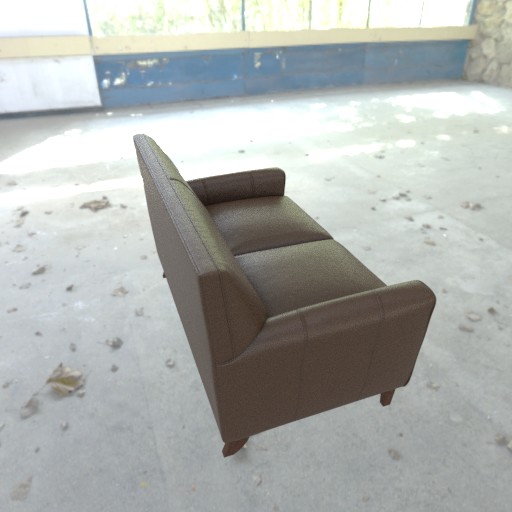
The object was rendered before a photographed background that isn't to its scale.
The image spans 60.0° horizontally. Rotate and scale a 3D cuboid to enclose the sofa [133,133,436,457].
[{"bbox_3d":[0.000,0.000,2.073,0.853,0.859,1.468,-10,32,-17],"label":"sofa"}]
